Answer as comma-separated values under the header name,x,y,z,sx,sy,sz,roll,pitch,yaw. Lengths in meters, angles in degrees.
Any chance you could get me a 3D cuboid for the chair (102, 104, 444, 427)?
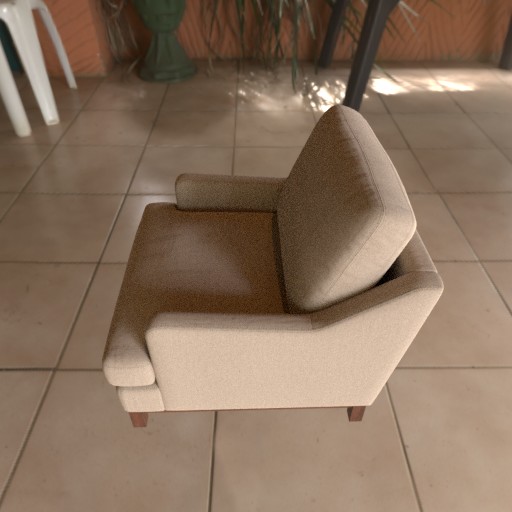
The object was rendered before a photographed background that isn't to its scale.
name,x,y,z,sx,sy,sz,roll,pitch,yaw
chair,0.000,0.000,1.671,1.001,0.916,0.912,-1,40,-1
